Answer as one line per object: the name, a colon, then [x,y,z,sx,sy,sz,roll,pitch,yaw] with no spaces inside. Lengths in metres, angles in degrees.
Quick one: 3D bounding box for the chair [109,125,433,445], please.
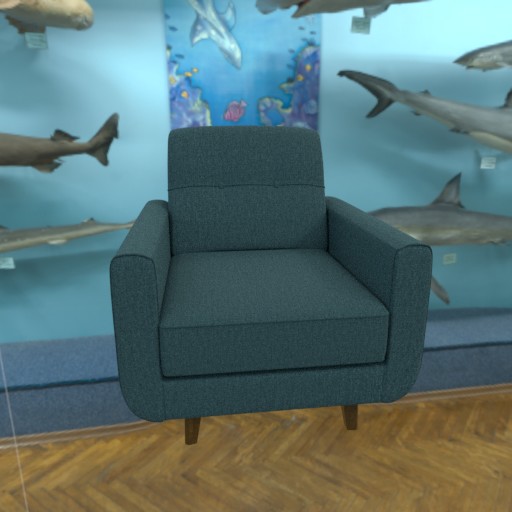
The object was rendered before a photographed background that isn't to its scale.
chair: [0.000,0.000,1.650,0.880,0.940,0.964,-2,16,-7]
